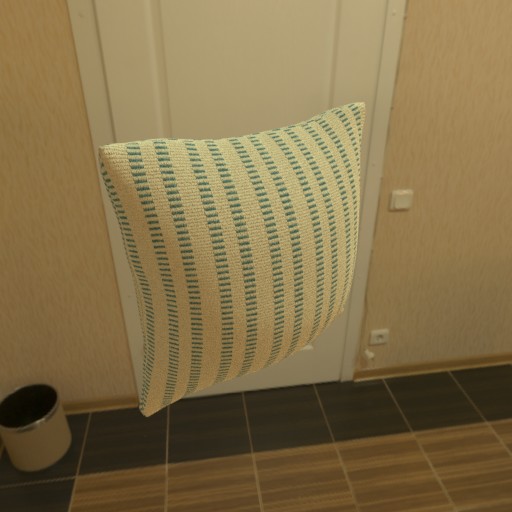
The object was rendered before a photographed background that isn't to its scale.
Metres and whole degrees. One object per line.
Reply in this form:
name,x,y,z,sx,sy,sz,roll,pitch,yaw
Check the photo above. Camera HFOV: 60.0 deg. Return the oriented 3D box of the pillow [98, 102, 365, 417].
pillow,0.000,0.000,0.693,0.438,0.419,0.247,-21,35,-32
